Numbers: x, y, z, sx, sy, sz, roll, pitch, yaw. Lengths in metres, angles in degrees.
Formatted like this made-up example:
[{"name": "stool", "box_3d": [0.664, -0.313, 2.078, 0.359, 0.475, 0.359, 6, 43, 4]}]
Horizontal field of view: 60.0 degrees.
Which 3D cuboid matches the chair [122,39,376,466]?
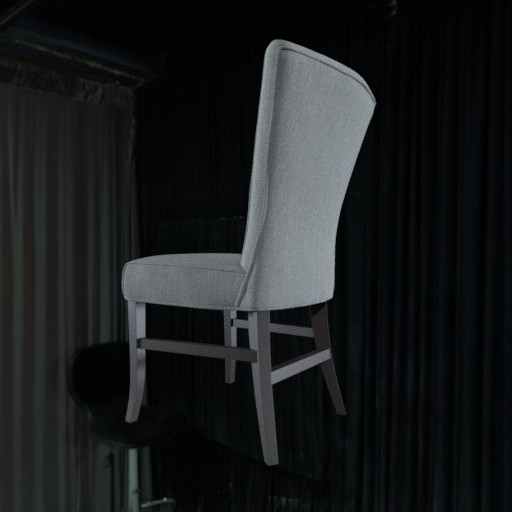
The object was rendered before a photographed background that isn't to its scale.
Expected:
[{"name": "chair", "box_3d": [0.000, 0.000, 1.333, 0.660, 0.991, 0.520, 1, 2, 36]}]
